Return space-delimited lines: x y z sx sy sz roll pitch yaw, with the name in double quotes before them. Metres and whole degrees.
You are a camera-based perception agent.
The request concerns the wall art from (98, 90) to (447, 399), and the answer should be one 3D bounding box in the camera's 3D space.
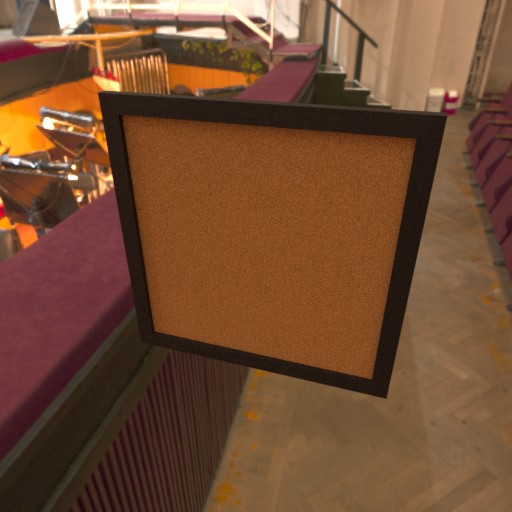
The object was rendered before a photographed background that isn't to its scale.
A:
"wall art" 0.000 0.000 1.514 1.016 1.016 0.038 9 32 15
